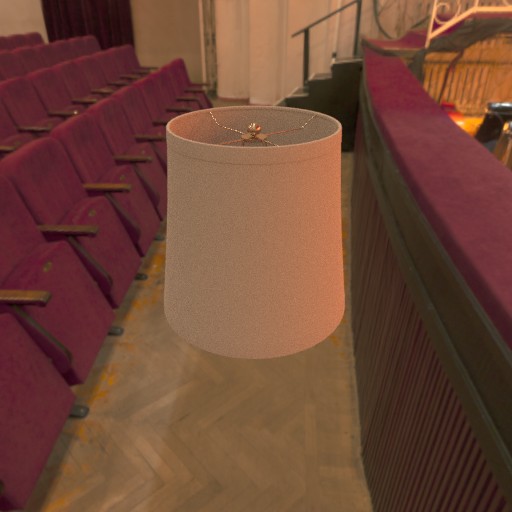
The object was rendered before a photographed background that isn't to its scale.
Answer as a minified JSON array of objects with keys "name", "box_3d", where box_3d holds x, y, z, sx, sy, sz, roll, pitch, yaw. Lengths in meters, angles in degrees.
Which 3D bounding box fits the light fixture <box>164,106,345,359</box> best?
[{"name":"light fixture","box_3d":[0.000,0.000,0.598,0.223,0.381,0.348,1,30,2]}]
